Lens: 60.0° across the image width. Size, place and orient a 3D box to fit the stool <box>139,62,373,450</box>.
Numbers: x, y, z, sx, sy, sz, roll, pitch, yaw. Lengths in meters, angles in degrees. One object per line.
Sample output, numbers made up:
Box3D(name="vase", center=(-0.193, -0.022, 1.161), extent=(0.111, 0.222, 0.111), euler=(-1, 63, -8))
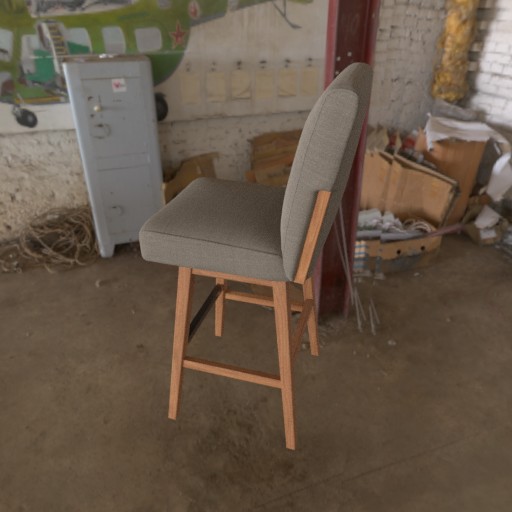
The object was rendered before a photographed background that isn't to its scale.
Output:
Box3D(name="stool", center=(0.000, 0.000, 1.394), extent=(0.570, 1.112, 0.483), euler=(8, 31, 14))
